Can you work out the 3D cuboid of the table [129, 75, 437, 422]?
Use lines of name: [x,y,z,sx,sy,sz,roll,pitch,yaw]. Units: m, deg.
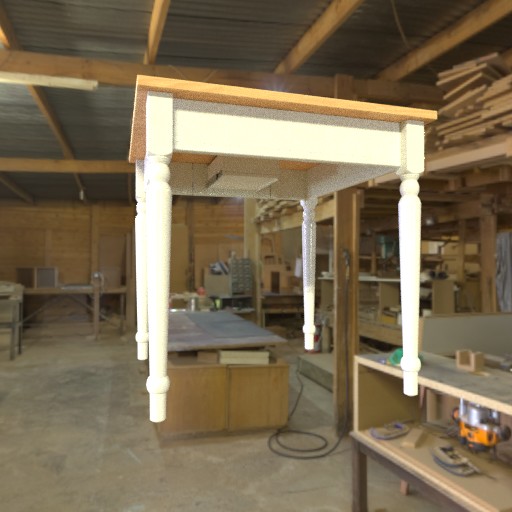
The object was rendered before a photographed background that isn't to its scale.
table: [0.000,0.000,1.381,0.747,0.738,0.747,0,-1,-17]
